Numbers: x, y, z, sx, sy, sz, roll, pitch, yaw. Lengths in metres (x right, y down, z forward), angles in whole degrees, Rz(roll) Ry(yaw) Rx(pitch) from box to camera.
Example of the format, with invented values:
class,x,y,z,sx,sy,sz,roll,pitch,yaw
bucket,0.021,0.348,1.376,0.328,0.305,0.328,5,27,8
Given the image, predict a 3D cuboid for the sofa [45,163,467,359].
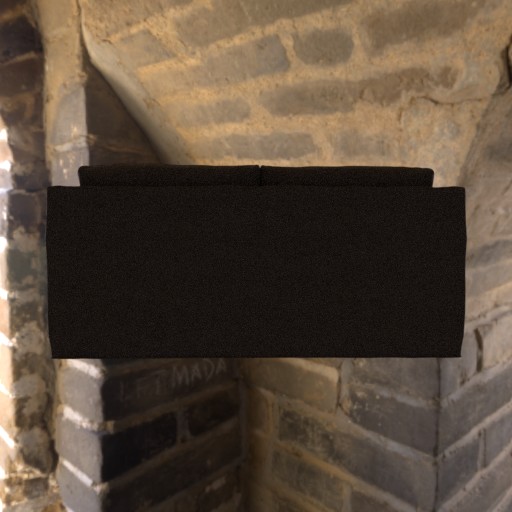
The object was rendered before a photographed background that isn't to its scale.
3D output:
class,x,y,z,sx,sy,sz,roll,pitch,yaw
sofa,0.000,0.000,2.333,1.802,0.854,0.974,0,1,-1
